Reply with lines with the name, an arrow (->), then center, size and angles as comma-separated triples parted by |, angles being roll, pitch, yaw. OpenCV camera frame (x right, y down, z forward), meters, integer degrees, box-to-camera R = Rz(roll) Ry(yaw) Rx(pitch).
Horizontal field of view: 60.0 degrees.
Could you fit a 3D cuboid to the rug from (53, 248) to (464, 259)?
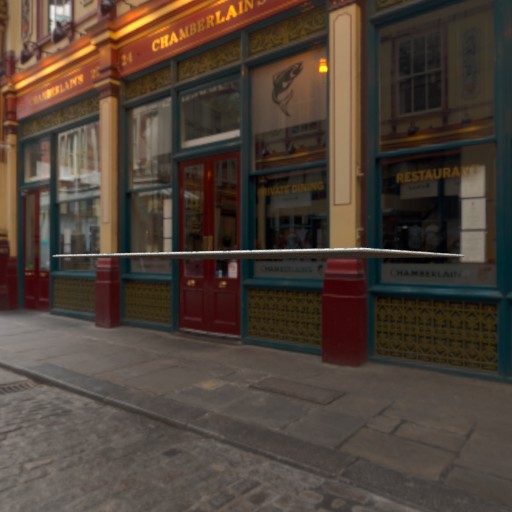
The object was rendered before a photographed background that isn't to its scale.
rug -> 0.000, 0.000, 2.911 | 2.197, 0.014, 1.586 | -1, -1, 37
